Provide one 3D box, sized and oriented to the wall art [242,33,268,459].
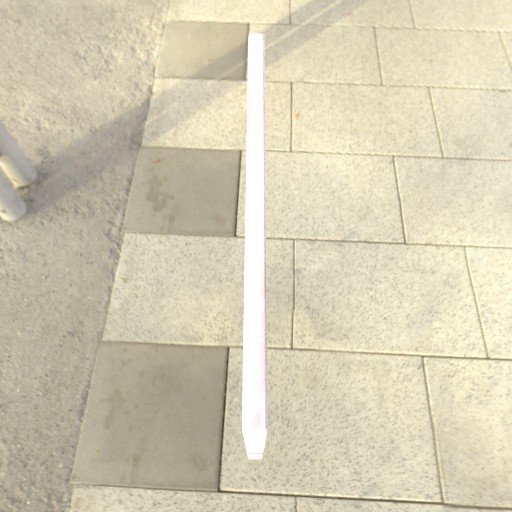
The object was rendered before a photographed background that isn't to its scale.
[{"bbox_3d":[0.000,0.000,1.139,0.038,0.609,0.913,0,62,0],"label":"wall art"}]
